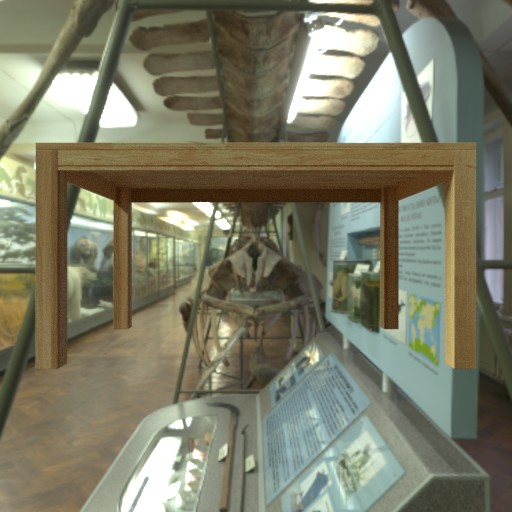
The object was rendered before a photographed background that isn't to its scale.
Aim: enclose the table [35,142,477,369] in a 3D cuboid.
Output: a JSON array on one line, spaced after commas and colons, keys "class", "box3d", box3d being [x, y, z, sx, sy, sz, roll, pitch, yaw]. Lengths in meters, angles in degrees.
[{"class": "table", "box3d": [0.000, 0.000, 1.957, 1.500, 0.770, 0.900, 0, 0, 0]}]
